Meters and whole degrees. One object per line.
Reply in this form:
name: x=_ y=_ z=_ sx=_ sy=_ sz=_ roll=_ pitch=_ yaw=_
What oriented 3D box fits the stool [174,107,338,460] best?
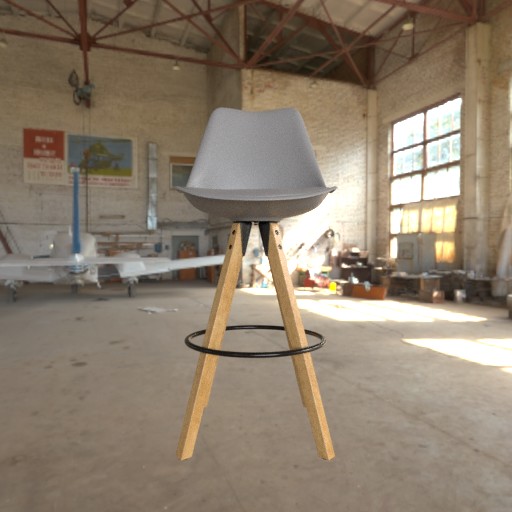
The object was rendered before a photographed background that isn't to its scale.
stool: x=0.000 y=0.000 z=1.439 sx=0.485 sy=1.115 sz=0.550 roll=0 pitch=1 yaw=0
